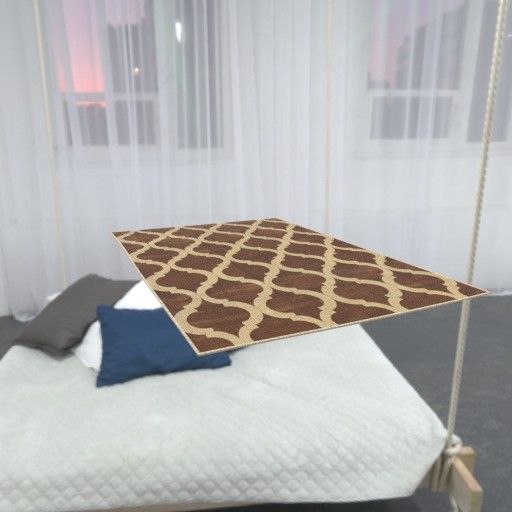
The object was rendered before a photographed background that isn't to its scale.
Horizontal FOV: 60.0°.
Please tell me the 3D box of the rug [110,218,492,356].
[{"bbox_3d":[0.000,0.000,2.866,1.522,0.008,2.284,-7,17,-24],"label":"rug"}]
